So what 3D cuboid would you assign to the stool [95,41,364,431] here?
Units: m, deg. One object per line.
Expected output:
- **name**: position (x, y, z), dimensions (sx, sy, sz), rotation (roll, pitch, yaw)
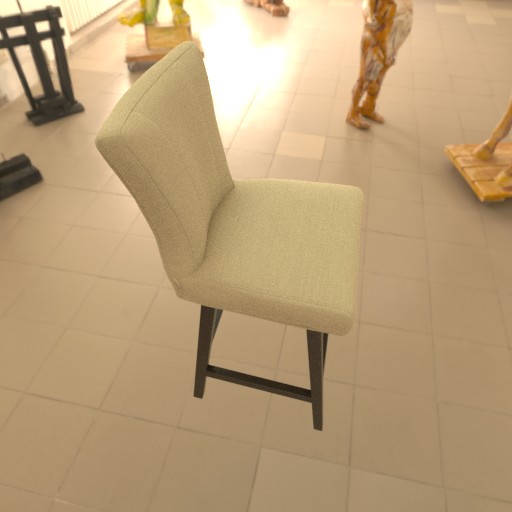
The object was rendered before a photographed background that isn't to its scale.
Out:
- **stool**: position (0.000, 0.000, 1.287), dimensions (0.574, 1.000, 0.514), rotation (9, 45, 9)
